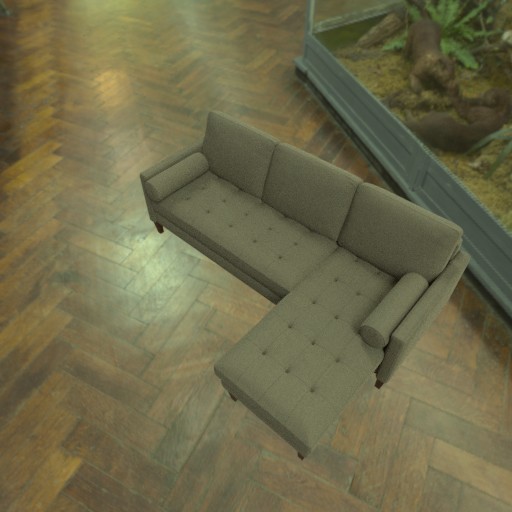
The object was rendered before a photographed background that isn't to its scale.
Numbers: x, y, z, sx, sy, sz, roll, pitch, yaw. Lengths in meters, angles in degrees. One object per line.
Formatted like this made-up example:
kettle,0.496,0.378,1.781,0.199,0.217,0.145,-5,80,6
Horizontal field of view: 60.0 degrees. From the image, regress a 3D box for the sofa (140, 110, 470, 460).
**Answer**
sofa,0.000,0.000,2.915,2.178,0.875,1.506,33,55,27
